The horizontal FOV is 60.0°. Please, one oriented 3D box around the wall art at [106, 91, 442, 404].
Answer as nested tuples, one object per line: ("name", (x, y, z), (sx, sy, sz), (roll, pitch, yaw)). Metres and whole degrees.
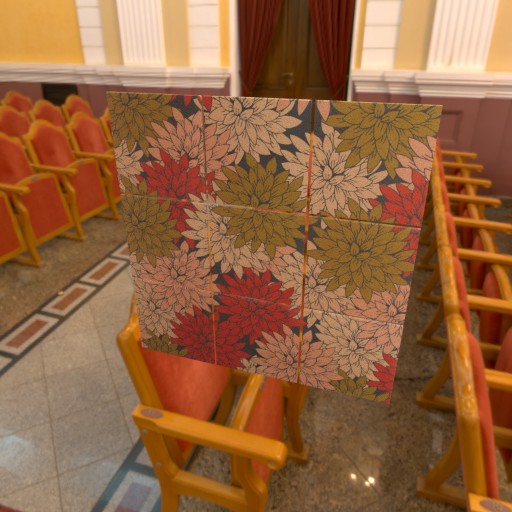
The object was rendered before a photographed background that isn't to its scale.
("wall art", (0.000, 0.000, 1.801), (1.206, 1.218, 0.013), (8, 28, 16))
